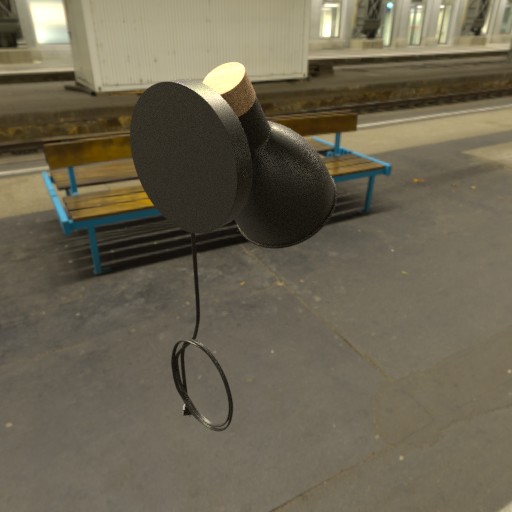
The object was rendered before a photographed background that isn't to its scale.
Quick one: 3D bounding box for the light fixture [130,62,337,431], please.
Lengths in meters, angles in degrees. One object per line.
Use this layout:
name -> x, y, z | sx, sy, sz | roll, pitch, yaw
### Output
light fixture -> 0.000, 0.000, 0.495 | 0.127, 0.401, 0.203 | 21, 34, 34
